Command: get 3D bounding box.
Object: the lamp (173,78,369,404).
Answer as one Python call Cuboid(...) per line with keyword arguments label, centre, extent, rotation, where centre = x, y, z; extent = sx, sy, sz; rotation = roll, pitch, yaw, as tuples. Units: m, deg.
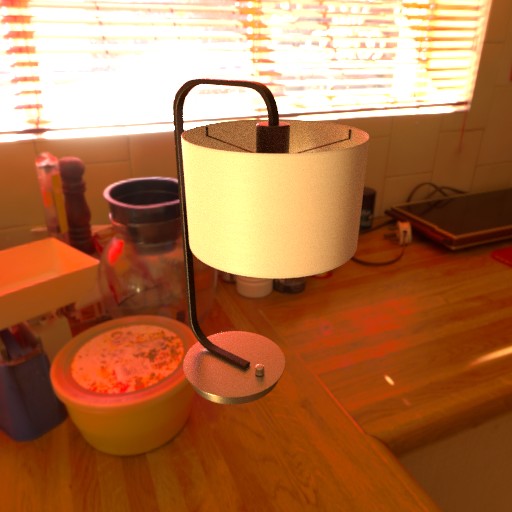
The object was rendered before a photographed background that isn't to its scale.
Cuboid(label="lamp", centre=(0.000, 0.000, 0.644), extent=(0.288, 0.473, 0.230), rotation=(18, 31, 32))
